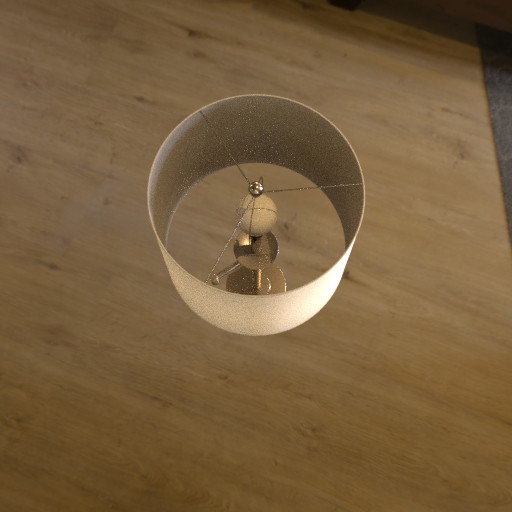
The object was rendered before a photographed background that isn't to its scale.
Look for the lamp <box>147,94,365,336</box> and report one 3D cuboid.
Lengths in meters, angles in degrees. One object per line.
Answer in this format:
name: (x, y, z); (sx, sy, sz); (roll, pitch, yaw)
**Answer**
lamp: (0.000, 0.000, 0.899); (0.333, 0.696, 0.333); (0, 75, 0)
